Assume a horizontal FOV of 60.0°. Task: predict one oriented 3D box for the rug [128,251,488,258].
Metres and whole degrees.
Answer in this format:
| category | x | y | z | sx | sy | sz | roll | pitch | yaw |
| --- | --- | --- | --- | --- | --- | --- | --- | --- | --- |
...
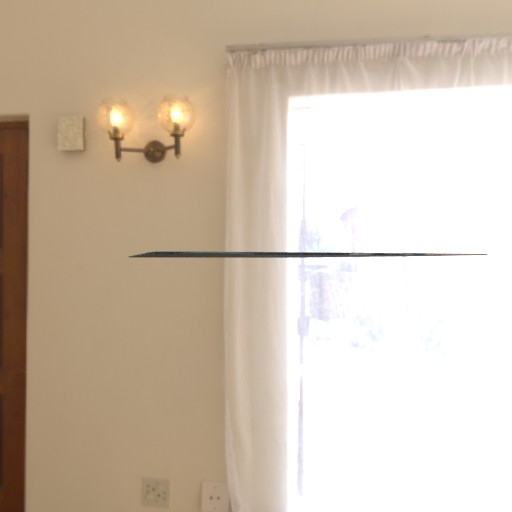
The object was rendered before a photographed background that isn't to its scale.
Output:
| category | x | y | z | sx | sy | sz | roll | pitch | yaw |
| --- | --- | --- | --- | --- | --- | --- | --- | --- | --- |
| rug | 0.000 | 0.000 | 2.317 | 1.232 | 0.009 | 1.836 | 0 | -1 | -18 |
